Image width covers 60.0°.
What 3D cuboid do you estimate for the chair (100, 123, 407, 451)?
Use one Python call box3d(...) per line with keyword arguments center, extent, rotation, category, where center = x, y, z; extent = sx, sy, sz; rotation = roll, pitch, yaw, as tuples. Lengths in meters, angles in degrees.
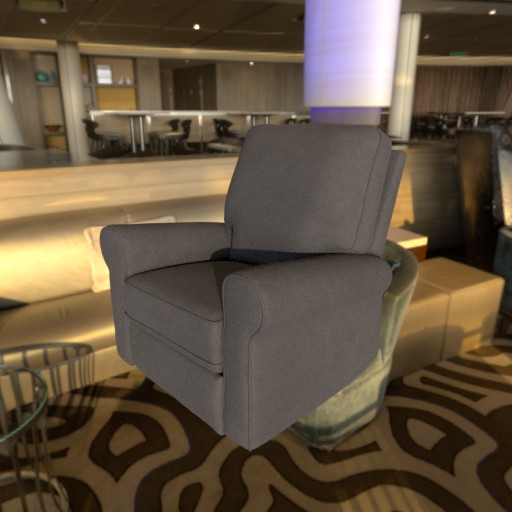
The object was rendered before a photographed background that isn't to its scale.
box3d(center=(0.000, 0.000, 1.693), extent=(0.890, 0.961, 0.878), rotation=(17, 24, 42), category="chair")
